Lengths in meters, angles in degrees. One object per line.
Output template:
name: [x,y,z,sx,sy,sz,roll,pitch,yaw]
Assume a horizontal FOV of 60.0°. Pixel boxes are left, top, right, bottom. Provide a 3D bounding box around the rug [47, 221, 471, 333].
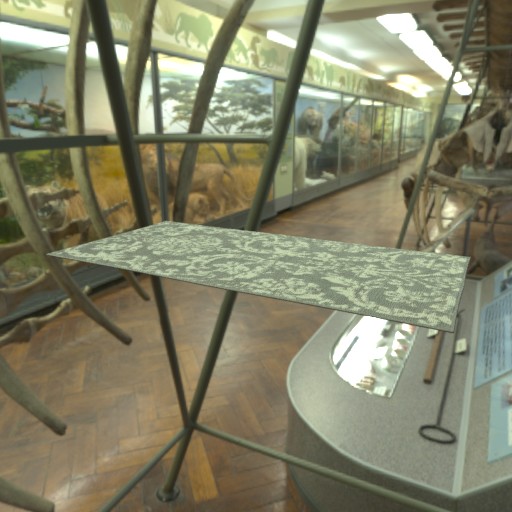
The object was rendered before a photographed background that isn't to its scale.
rug: [0.000,0.000,1.420,1.219,0.007,0.604,8,18,27]
